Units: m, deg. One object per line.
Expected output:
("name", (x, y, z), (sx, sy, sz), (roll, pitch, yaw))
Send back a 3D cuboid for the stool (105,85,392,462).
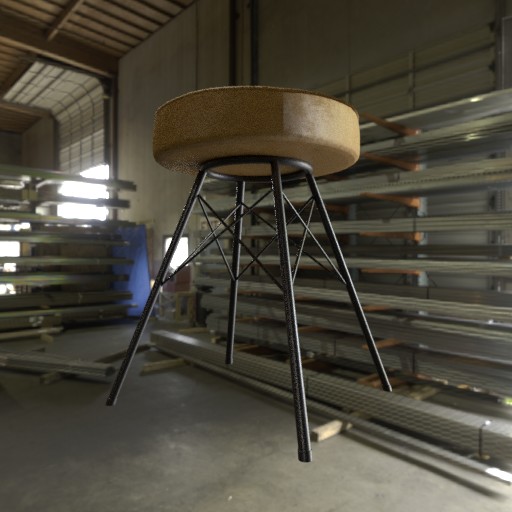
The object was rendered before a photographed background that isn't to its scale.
("stool", (0.000, 0.000, 0.937), (0.472, 0.595, 0.438), (0, 0, 36))
